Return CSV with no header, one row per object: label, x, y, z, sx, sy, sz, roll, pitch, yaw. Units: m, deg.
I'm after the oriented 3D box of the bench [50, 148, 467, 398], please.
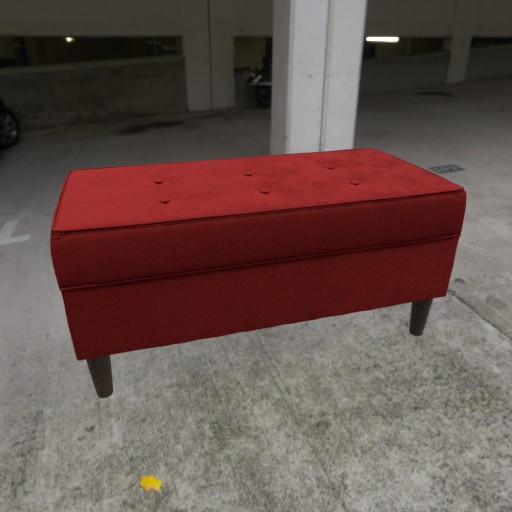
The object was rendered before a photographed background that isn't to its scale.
bench,0.000,0.000,1.302,1.016,0.471,0.492,-8,28,-15
